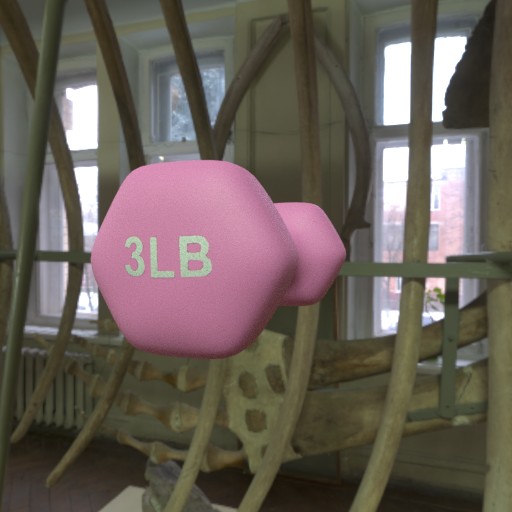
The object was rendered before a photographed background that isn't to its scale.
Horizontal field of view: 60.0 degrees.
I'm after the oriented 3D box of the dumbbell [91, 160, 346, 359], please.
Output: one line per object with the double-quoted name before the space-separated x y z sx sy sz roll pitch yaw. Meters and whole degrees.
"dumbbell" 0.000 0.000 0.194 0.064 0.058 0.159 0 1 19
